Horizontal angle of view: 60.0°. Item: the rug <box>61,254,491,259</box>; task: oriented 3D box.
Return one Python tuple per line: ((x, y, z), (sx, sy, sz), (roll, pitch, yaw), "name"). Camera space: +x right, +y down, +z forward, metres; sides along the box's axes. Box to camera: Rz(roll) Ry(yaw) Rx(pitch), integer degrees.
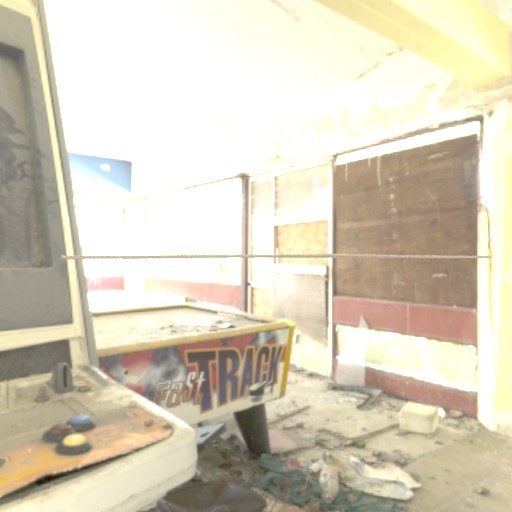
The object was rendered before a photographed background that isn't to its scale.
((0.000, 0.000, 4.225), (3.202, 0.045, 2.434), (0, 0, -18), "rug")
